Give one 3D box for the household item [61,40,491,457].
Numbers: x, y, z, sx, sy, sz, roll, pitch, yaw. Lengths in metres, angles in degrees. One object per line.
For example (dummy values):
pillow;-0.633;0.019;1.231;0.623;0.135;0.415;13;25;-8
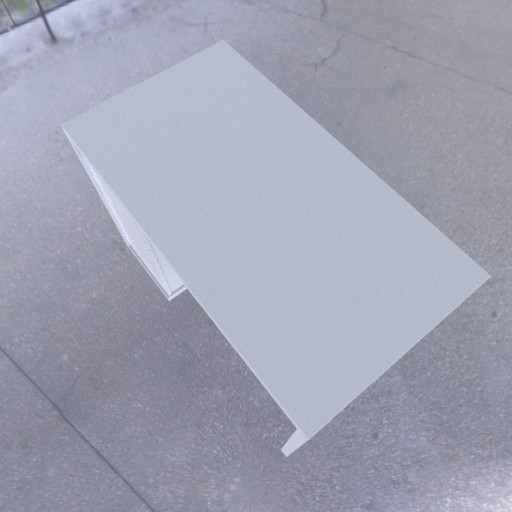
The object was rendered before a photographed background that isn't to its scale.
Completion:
household item;0.000;0.000;1.528;0.597;0.749;1.100;-35;68;-16
